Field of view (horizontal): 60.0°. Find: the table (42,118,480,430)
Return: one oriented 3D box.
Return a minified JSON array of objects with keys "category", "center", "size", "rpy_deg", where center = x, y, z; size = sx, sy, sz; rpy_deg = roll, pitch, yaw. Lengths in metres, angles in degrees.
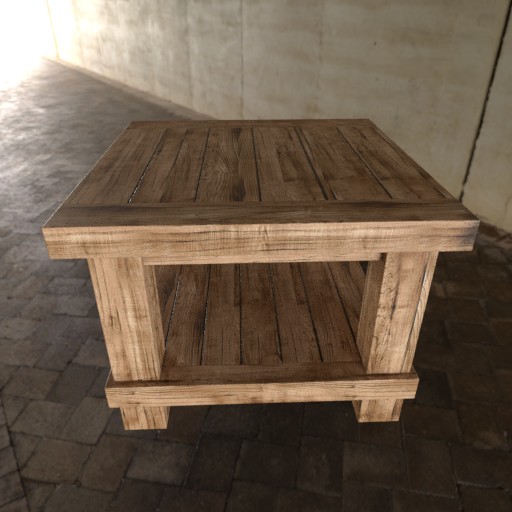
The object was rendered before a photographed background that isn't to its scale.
[{"category":"table","center":[0.000,0.000,0.992],"size":[0.610,0.457,0.610],"rpy_deg":[-1,30,-2]}]
